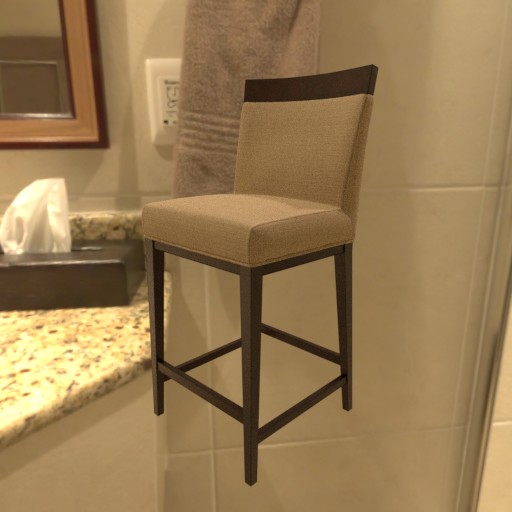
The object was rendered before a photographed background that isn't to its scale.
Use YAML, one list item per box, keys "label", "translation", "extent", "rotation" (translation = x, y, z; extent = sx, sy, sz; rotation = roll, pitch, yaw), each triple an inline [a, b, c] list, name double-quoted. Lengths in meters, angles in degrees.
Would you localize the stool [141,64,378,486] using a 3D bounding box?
- label: "stool"
  translation: [0.000, 0.000, 1.402]
  extent: [0.511, 1.117, 0.531]
  rotation: [14, 21, 43]
